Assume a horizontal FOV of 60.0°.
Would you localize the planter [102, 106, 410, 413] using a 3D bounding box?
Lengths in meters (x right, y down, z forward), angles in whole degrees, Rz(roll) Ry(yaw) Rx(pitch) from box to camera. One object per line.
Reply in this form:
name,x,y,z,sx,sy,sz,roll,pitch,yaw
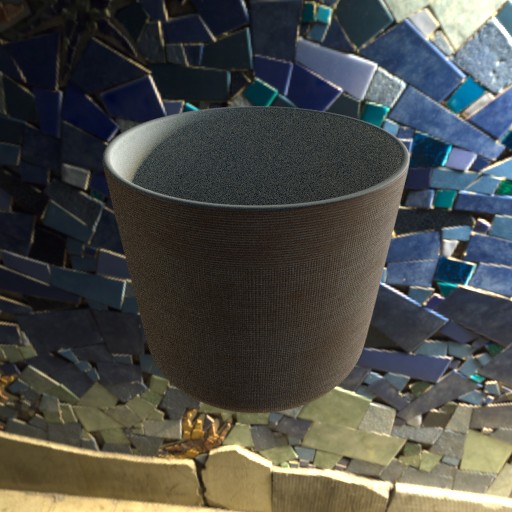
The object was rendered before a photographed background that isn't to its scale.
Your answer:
planter,0.000,0.000,0.766,0.440,0.398,0.440,0,32,0
